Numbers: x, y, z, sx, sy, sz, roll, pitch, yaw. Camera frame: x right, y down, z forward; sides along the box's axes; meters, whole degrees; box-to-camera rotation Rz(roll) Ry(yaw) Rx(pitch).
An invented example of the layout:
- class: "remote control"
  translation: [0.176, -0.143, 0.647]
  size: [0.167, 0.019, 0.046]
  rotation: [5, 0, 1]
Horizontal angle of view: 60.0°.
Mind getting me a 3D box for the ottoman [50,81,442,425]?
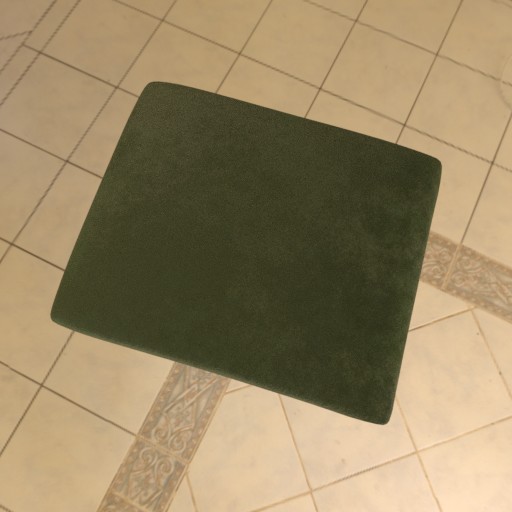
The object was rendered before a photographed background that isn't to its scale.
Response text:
- class: "ottoman"
  translation: [0.000, 0.000, 1.296]
  size: [0.839, 0.538, 0.701]
  rotation: [16, 76, 4]
